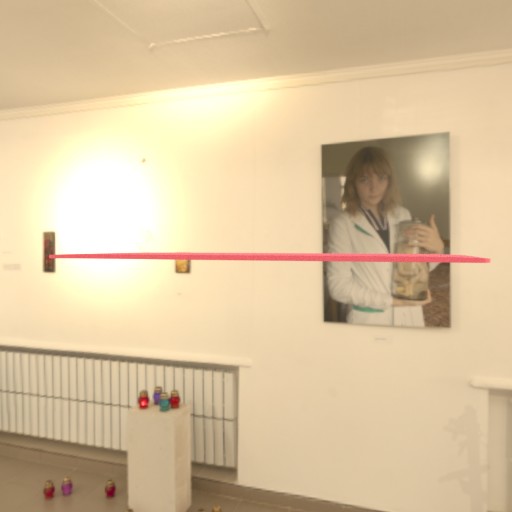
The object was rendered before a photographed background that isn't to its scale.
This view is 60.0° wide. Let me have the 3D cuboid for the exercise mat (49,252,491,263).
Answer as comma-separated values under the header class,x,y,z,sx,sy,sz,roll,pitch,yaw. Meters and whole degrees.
class,x,y,z,sx,sy,sz,roll,pitch,yaw
exercise mat,0.000,0.000,2.077,1.884,0.021,0.616,0,1,18
